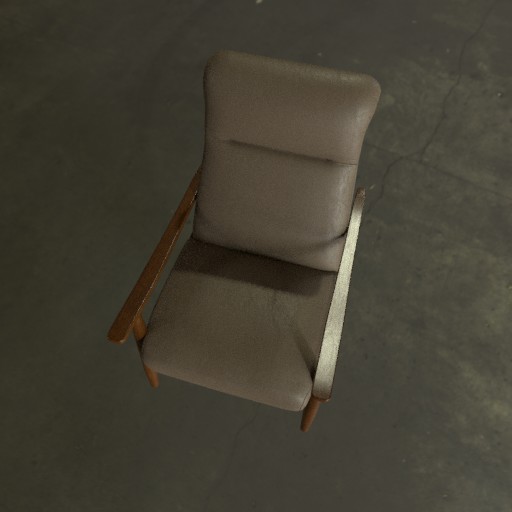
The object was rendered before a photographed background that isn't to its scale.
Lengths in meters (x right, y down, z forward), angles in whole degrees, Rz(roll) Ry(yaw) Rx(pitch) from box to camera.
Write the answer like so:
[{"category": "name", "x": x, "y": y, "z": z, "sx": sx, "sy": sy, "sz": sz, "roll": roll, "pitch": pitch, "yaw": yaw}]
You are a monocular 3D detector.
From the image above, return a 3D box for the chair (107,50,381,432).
[{"category": "chair", "x": 0.000, "y": 0.000, "z": 1.759, "sx": 0.762, "sy": 1.082, "sz": 1.014, "roll": 14, "pitch": 59, "yaw": 8}]
